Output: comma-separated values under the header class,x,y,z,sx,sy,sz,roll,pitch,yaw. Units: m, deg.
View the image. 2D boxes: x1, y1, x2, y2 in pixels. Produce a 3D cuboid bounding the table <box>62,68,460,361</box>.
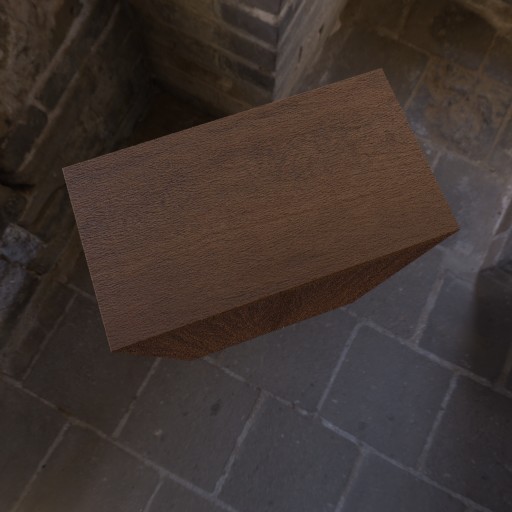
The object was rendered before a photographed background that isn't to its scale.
class,x,y,z,sx,sy,sz,roll,pitch,yaw
table,0.000,0.000,1.759,0.901,1.294,0.524,-19,76,-5
